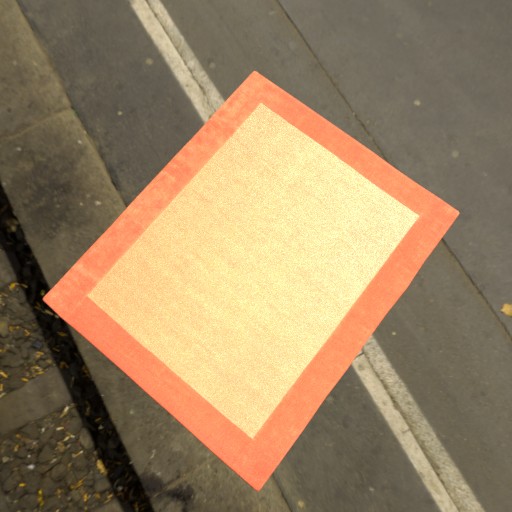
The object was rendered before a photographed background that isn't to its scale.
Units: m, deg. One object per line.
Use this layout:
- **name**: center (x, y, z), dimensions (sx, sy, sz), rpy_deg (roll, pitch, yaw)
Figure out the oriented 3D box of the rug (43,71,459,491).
- **rug**: center (0.000, 0.000, 3.958), dimensions (2.430, 0.018, 2.976), rpy_deg (38, 79, 9)
